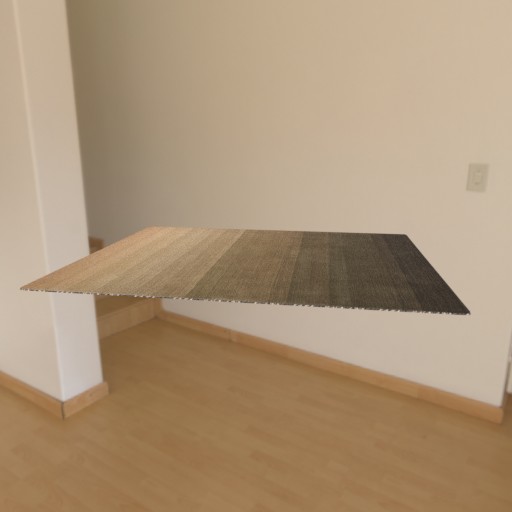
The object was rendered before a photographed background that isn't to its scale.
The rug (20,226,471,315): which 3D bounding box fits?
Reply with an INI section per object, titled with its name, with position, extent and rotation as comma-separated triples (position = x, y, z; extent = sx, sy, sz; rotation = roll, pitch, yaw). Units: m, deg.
[rug]
position = 0.000, 0.000, 3.881
extent = 2.902, 0.017, 2.306
rotation = 2, 15, 9
